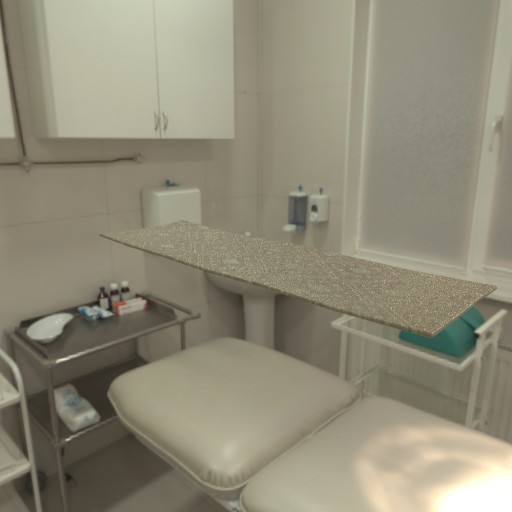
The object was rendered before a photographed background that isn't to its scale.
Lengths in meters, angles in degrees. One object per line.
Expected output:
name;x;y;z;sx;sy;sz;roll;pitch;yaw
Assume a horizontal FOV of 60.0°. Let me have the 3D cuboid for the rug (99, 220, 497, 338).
rug;0.000;0.000;2.659;2.452;0.051;0.752;14;20;42
